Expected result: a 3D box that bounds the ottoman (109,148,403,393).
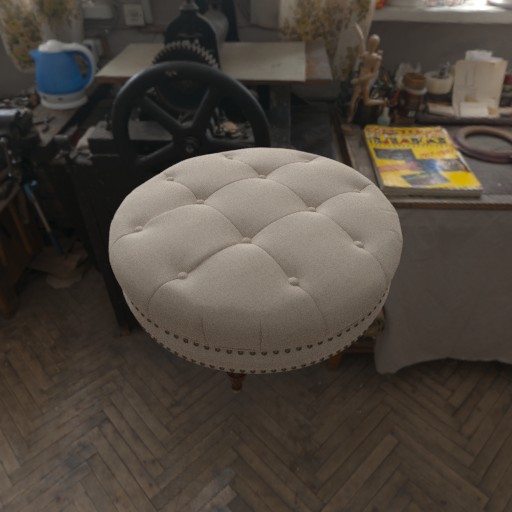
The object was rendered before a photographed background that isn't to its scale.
[{"bbox_3d":[0.000,0.000,1.547,0.940,0.483,0.940,0,41,0],"label":"ottoman"}]
